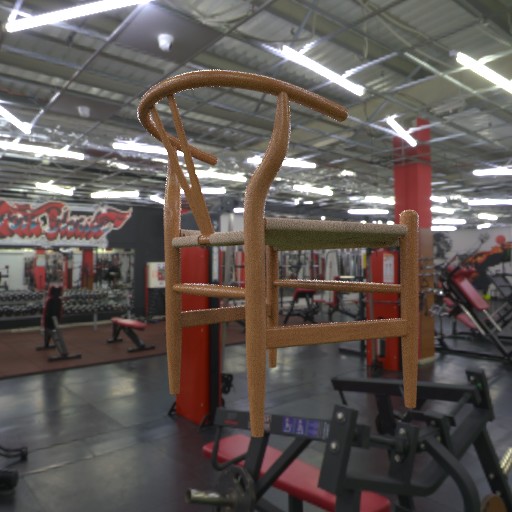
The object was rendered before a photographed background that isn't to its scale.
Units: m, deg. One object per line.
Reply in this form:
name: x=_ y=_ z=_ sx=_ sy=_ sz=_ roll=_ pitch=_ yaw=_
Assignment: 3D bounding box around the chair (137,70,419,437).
chair: x=0.000 y=0.000 z=1.125 sx=0.579 sy=0.730 sz=0.569 roll=1 pitch=-1 yaw=-37
